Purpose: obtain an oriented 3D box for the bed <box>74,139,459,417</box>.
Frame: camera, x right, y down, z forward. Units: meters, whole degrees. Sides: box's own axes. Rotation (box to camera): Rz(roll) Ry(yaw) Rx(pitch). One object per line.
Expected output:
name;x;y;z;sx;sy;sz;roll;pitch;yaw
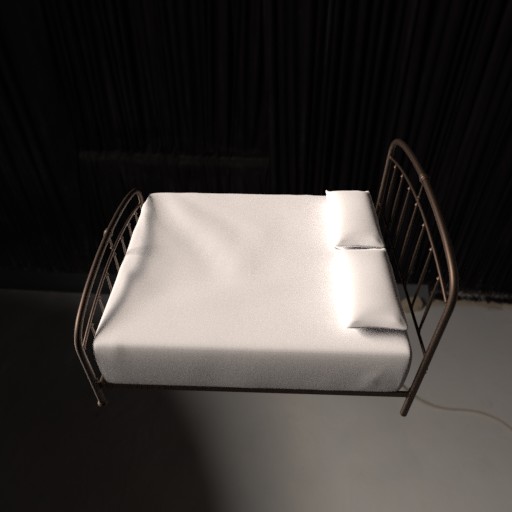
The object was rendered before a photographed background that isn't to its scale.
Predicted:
bed;0.000;0.000;3.265;2.180;1.425;1.711;1;42;1
